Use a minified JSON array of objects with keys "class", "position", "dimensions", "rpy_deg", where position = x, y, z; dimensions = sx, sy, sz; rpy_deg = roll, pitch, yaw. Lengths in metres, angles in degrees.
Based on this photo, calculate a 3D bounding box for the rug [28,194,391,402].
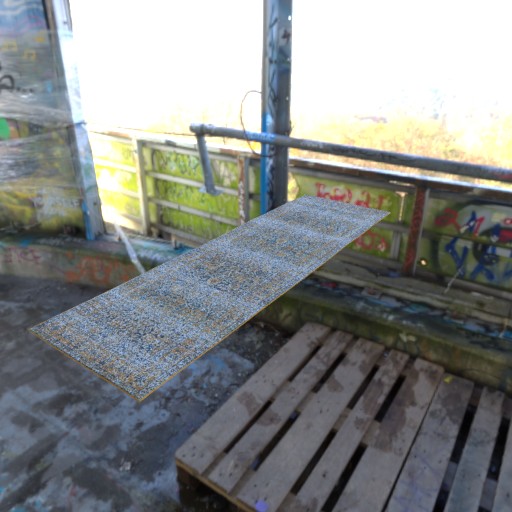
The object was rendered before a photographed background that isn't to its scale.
[{"class":"rug","position":[0.000,0.000,2.513],"dimensions":[0.704,0.014,2.294],"rpy_deg":[18,31,32]}]
